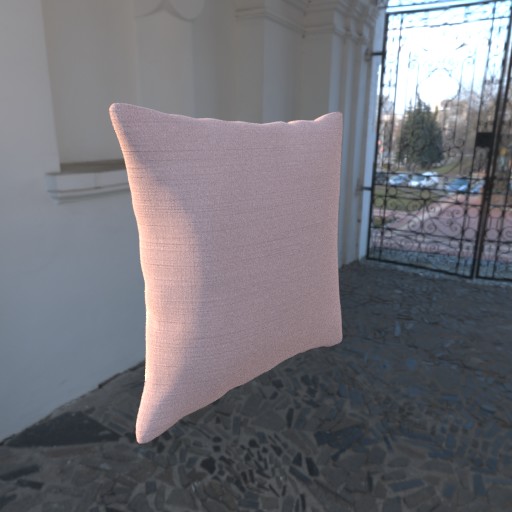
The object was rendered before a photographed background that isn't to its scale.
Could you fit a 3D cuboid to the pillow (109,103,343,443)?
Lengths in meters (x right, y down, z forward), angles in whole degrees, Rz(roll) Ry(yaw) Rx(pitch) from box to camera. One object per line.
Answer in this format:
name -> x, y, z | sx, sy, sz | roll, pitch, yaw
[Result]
pillow -> 0.000, 0.000, 0.725 | 0.470, 0.464, 0.175 | -15, 21, -43
